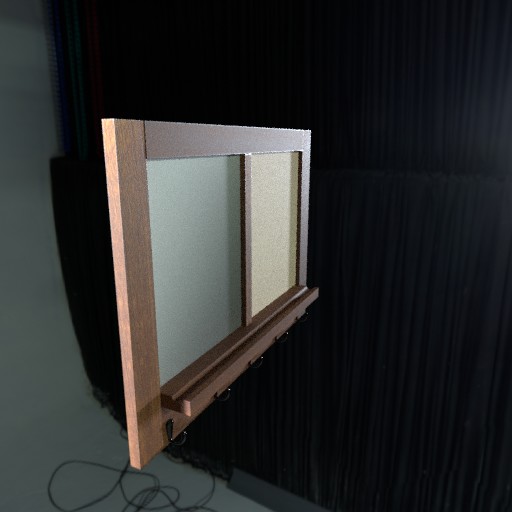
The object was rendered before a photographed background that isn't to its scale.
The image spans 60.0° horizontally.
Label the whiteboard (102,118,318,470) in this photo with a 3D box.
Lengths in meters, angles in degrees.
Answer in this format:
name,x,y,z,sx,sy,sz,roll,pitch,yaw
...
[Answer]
name,x,y,z,sx,sy,sz,roll,pitch,yaw
whiteboard,0.000,0.000,0.997,0.083,0.559,0.783,7,16,25
